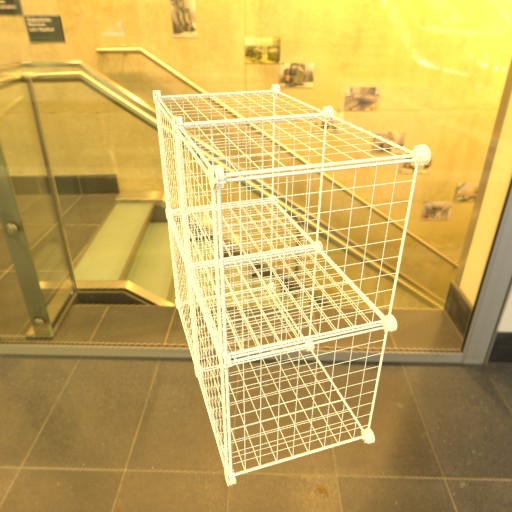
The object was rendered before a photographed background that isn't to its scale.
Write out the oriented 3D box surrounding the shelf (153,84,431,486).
[{"bbox_3d":[0.000,0.000,1.121,0.356,0.711,0.711,-9,31,-16],"label":"shelf"}]
